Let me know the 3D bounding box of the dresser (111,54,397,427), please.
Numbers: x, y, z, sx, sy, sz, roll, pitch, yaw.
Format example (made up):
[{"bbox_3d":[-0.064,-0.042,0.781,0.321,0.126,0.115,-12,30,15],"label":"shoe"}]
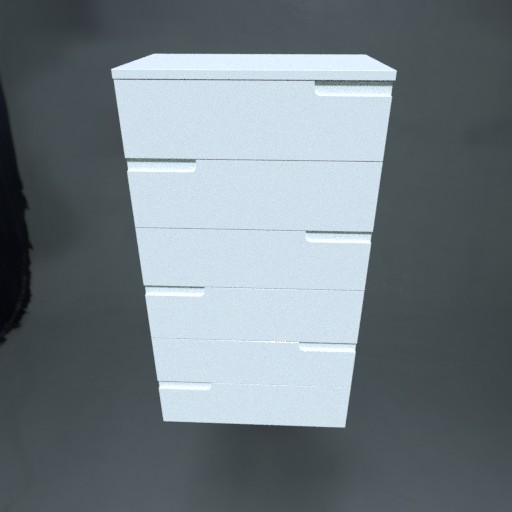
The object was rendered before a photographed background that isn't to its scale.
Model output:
[{"bbox_3d":[0.000,0.000,1.470,0.650,1.190,0.400,1,29,2],"label":"dresser"}]
